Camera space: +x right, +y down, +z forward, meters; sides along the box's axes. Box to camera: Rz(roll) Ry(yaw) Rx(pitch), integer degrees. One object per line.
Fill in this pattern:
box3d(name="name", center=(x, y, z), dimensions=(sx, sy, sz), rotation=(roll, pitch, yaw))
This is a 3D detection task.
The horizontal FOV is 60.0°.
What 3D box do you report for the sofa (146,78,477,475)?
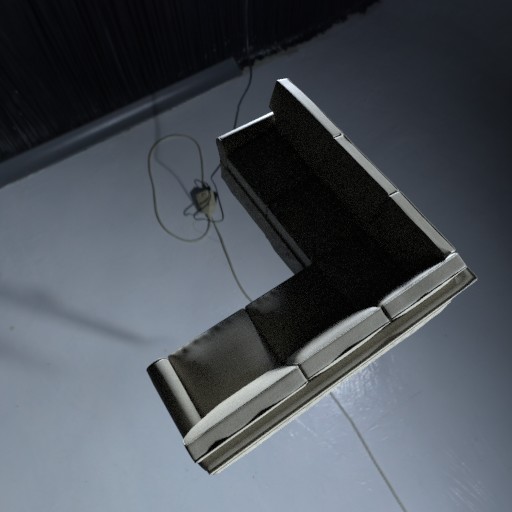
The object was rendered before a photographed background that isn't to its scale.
box3d(name="sofa", center=(0.000, 0.000, 4.024), dimensions=(2.623, 1.081, 2.618), rotation=(-31, 68, -14))
